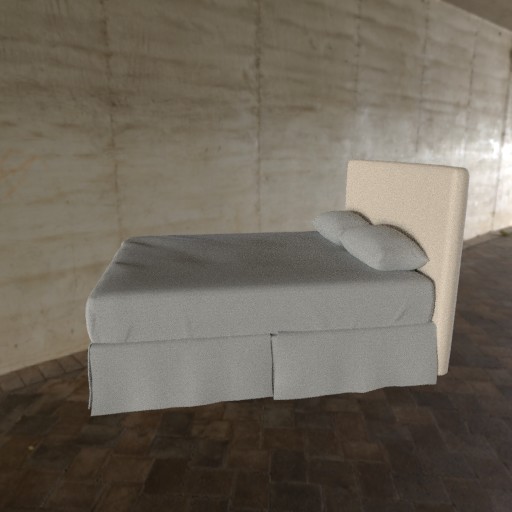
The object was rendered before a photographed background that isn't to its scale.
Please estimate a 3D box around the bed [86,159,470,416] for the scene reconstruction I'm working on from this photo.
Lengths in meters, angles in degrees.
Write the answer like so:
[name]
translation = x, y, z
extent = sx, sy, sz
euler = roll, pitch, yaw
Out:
[bed]
translation = 0.000, 0.000, 3.210
extent = 2.142, 1.330, 1.748
euler = -2, 14, -8
